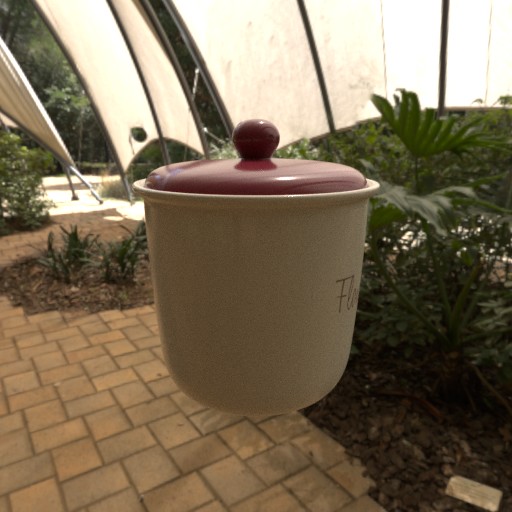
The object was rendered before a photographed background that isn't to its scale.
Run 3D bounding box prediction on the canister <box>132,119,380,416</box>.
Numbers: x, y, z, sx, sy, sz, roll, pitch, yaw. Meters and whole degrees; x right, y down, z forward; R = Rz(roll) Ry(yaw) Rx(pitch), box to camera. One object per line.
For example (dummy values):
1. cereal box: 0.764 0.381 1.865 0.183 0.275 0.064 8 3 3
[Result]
1. canister: 0.000 0.000 0.351 0.182 0.208 0.182 0 15 0
